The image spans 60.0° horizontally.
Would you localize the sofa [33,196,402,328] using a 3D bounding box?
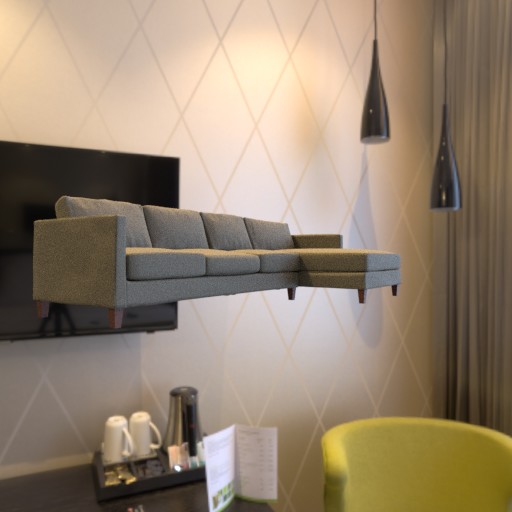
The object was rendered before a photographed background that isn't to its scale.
[{"bbox_3d":[0.000,0.000,3.955,1.625,0.861,3.186,0,0,36],"label":"sofa"}]
